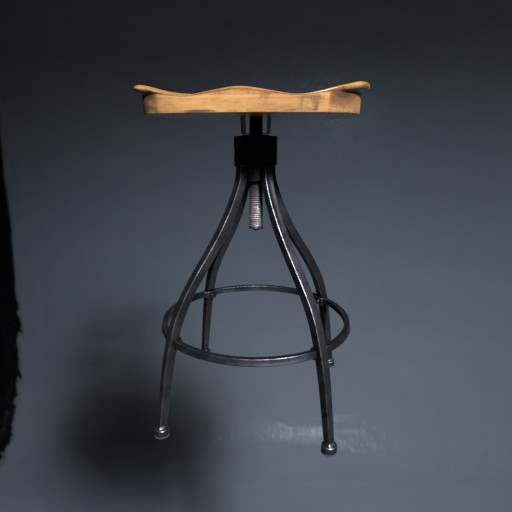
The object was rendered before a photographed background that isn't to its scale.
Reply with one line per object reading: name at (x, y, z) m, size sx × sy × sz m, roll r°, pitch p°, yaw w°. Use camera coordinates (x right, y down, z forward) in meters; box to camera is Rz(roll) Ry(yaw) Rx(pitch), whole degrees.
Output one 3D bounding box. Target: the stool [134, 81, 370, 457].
stool at (0.000, 0.000, 0.973) m, size 0.432 × 0.694 × 0.424 m, roll 2°, pitch 16°, yaw 8°
